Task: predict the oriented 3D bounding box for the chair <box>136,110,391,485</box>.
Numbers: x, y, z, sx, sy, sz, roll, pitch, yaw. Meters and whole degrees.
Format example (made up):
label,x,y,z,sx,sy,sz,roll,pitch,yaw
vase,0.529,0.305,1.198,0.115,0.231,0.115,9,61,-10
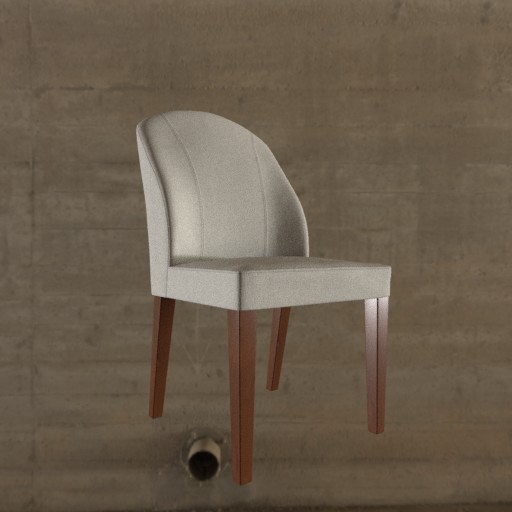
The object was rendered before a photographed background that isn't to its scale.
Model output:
label,x,y,z,sx,sy,sz,roll,pitch,yaw
chair,0.000,0.000,1.181,0.472,0.893,0.540,0,1,-36
